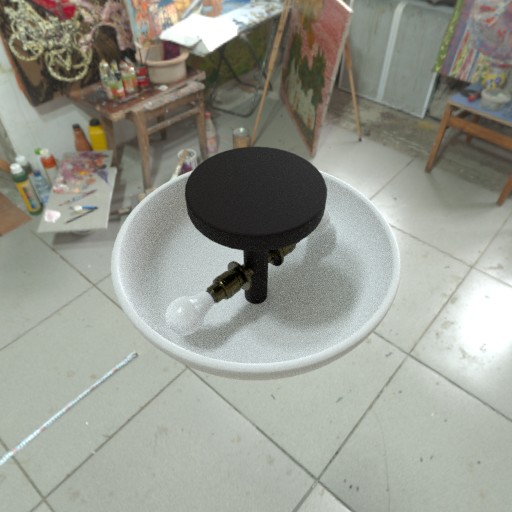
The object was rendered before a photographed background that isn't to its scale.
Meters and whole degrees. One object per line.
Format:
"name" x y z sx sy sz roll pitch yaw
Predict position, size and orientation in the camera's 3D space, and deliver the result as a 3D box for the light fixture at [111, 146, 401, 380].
"light fixture" 0.000 0.000 0.533 0.331 0.212 0.331 0 47 0
